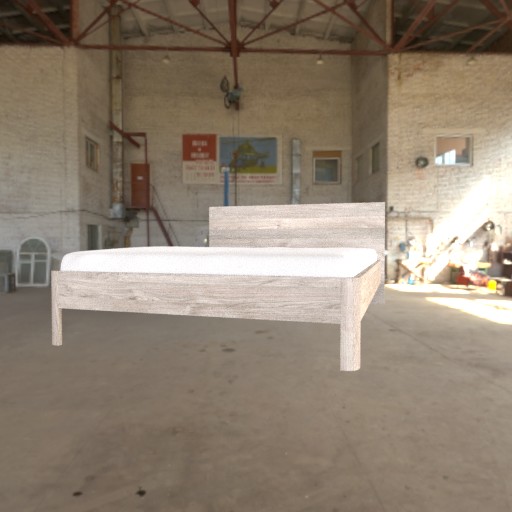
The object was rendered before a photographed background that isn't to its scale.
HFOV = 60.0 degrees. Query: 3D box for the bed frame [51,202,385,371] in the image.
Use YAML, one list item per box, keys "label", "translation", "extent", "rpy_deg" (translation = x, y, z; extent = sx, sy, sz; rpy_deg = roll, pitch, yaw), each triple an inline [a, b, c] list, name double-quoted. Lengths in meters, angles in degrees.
- label: "bed frame"
  translation: [0.000, 0.000, 2.788]
  extent: [1.490, 0.800, 1.950]
  rpy_deg: [1, 2, 18]
